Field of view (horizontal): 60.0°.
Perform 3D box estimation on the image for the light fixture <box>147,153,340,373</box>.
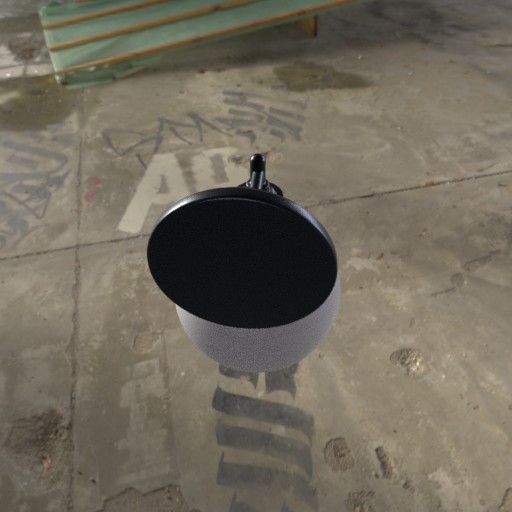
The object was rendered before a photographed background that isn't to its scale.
[{"bbox_3d":[0.000,0.000,0.471,0.197,0.332,0.230,4,45,4],"label":"light fixture"}]
